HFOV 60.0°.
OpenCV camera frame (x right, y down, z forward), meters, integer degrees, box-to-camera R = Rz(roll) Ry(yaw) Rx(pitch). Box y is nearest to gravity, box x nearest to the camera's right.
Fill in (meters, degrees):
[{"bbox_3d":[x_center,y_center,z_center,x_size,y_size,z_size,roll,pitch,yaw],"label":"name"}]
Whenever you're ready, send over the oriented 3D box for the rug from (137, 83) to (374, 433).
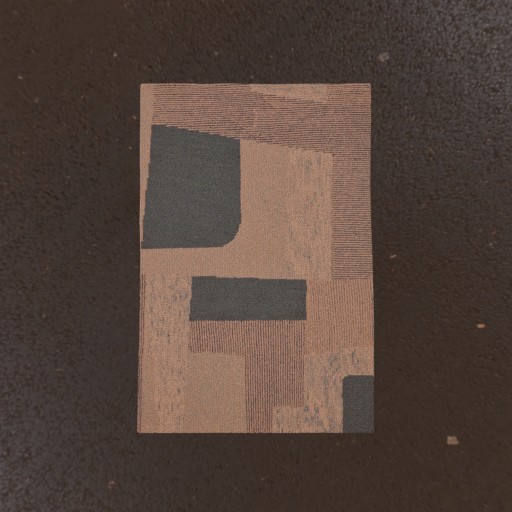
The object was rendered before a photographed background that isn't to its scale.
[{"bbox_3d":[0.000,0.000,2.345,1.238,0.020,1.847,0,88,0],"label":"rug"}]
